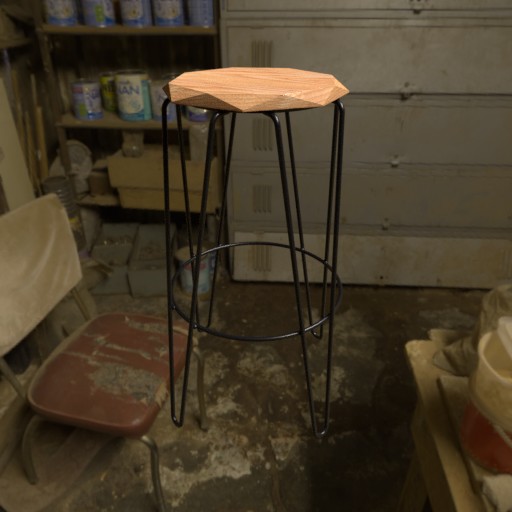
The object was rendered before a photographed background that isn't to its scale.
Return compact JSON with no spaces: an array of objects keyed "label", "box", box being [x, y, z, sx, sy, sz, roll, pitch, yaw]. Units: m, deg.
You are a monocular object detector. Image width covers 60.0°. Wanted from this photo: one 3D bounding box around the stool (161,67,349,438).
[{"label":"stool","box":[0.000,0.000,0.812,0.326,0.610,0.326,3,31,5]}]
